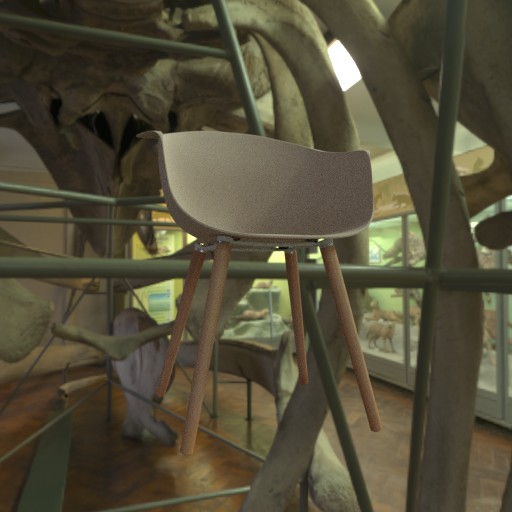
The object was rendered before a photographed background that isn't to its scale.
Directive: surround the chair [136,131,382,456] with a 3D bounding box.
[{"bbox_3d":[0.000,0.000,1.130,0.593,0.781,0.504,1,-2,-17],"label":"chair"}]
